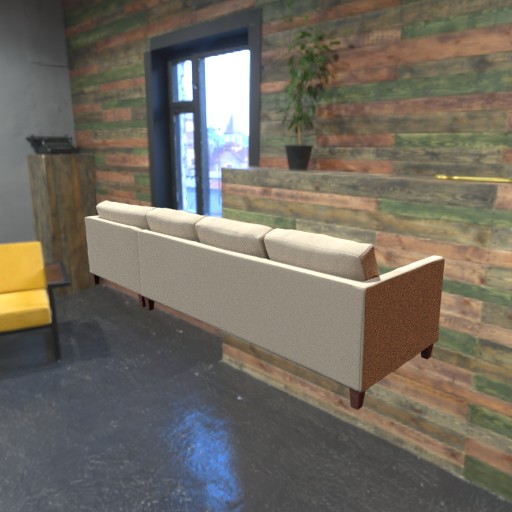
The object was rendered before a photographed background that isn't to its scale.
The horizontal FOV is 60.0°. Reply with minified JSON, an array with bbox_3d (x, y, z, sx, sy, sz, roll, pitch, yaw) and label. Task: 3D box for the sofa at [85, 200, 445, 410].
[{"bbox_3d":[0.000,0.000,3.847,1.625,0.861,3.186,-13,19,-43],"label":"sofa"}]
